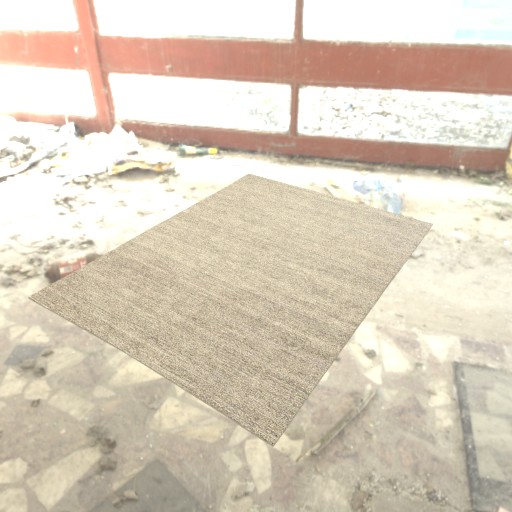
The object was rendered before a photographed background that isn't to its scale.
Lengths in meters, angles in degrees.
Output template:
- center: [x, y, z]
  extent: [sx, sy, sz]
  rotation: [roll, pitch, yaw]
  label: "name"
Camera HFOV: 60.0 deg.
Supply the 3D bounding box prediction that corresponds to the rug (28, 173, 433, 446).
- center: [0.000, 0.000, 4.227]
  extent: [2.434, 0.045, 3.202]
  rotation: [21, 39, 28]
  label: "rug"
